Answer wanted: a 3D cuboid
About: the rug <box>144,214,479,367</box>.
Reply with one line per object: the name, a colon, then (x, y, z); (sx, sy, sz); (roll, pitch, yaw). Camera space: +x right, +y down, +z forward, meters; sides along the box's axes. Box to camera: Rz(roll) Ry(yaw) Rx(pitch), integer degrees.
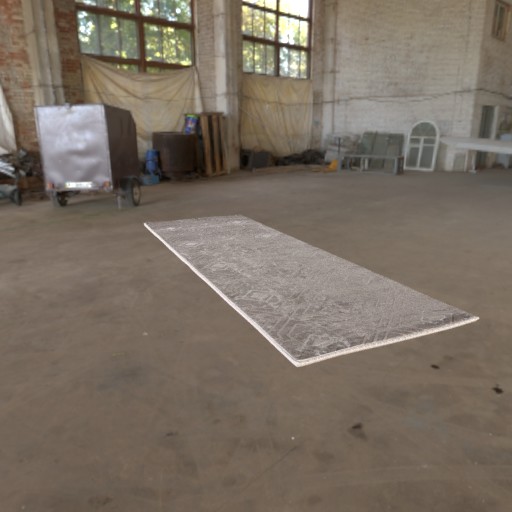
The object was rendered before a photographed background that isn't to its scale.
rug: (0.000, 0.000, 2.616); (0.832, 0.035, 2.381); (-8, 18, -24)
